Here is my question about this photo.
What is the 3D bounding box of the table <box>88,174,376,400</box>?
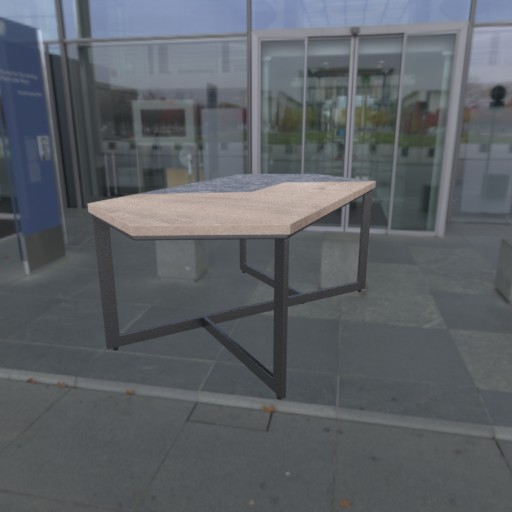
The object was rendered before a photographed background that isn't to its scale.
[{"bbox_3d":[0.000,0.000,1.548,0.609,0.457,1.219,8,18,25],"label":"table"}]
